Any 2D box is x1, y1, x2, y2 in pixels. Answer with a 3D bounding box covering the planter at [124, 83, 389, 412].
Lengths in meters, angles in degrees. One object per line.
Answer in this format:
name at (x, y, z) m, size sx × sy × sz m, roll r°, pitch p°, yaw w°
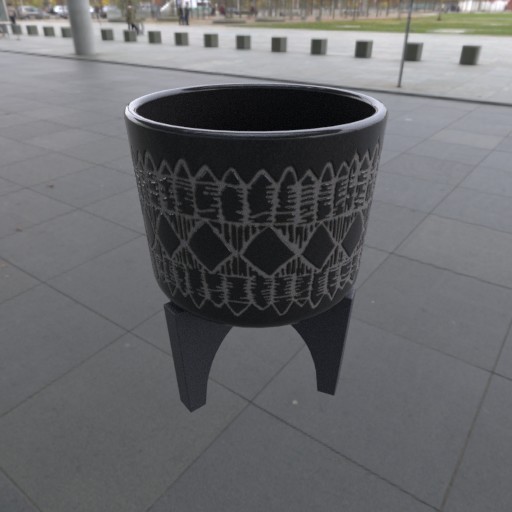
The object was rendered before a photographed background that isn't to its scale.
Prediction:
planter at (0.000, 0.000, 0.265) m, size 0.129 × 0.177 × 0.129 m, roll 0°, pitch 29°, yaw 0°
